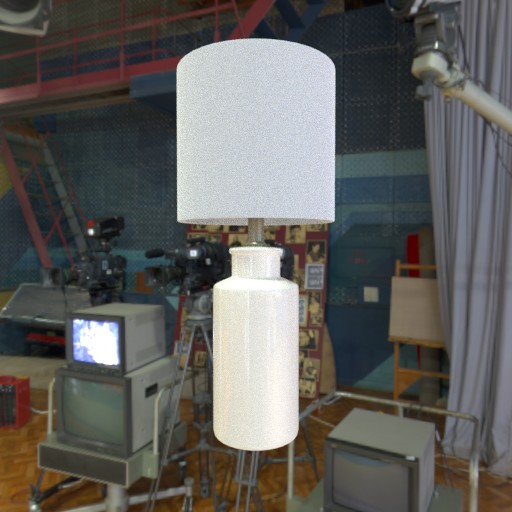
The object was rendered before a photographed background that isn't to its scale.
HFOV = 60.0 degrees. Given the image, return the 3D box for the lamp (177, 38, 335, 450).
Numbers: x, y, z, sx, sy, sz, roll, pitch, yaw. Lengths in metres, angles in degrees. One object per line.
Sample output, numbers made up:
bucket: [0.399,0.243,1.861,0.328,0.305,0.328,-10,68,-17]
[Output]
lamp: [0.000,0.000,0.608,0.212,0.493,0.212,0,2,-17]
